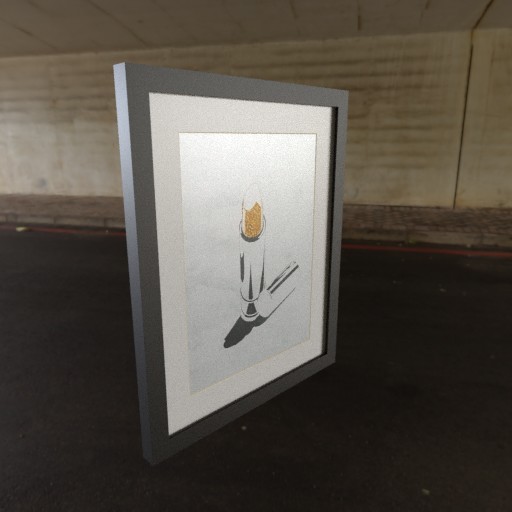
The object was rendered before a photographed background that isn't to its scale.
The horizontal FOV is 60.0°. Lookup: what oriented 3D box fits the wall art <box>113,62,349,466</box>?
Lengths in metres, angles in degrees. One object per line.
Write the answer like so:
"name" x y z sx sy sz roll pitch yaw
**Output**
"wall art" 0.000 0.000 0.754 0.457 0.559 0.029 -14 20 -43
